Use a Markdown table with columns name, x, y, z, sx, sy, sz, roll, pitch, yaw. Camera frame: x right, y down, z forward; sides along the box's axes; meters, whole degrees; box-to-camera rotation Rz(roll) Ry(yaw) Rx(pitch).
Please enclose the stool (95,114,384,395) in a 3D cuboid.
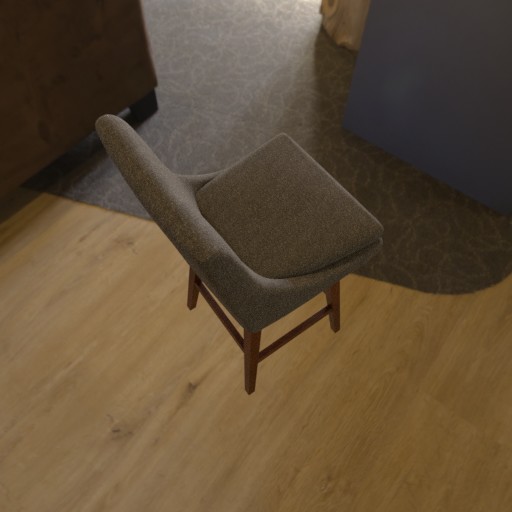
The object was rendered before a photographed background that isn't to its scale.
| name | x | y | z | sx | sy | sz | roll | pitch | yaw |
| --- | --- | --- | --- | --- | --- | --- | --- | --- | --- |
| stool | 0.000 | 0.000 | 1.376 | 0.572 | 1.068 | 0.489 | -31 | 64 | -18 |
